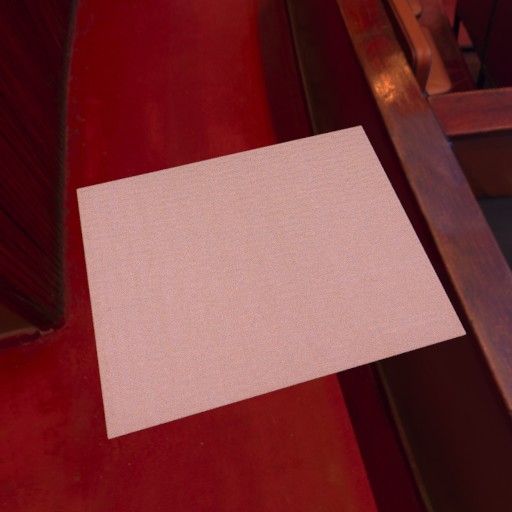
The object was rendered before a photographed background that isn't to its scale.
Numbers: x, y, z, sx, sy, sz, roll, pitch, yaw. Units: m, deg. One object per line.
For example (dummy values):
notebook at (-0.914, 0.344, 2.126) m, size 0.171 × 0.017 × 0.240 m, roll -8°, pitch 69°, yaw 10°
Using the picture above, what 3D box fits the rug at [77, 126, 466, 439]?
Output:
rug at (0.000, 0.000, 4.114) m, size 3.055 × 0.021 × 2.410 m, roll -14°, pitch 65°, yaw -7°
